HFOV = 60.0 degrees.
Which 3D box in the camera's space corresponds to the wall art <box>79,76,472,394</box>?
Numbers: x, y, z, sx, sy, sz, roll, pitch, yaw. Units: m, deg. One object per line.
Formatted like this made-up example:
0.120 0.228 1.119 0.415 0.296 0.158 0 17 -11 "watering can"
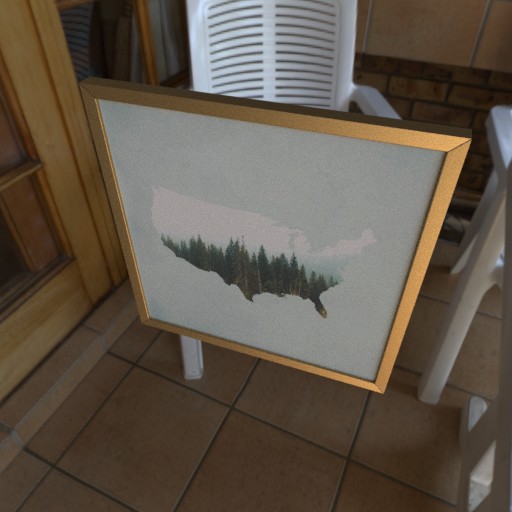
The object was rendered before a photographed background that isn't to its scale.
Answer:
0.000 0.000 1.084 0.762 0.762 0.038 13 43 14 "wall art"
